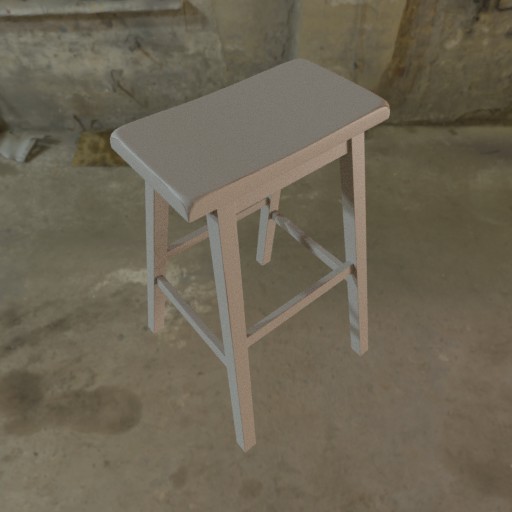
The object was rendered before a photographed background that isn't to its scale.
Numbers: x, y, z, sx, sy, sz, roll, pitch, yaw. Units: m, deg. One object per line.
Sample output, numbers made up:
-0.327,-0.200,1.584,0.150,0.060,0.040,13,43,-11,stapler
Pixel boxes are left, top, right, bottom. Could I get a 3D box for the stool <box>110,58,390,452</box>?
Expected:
0.000,0.000,1.047,0.457,0.737,0.476,-31,55,-25,stool
